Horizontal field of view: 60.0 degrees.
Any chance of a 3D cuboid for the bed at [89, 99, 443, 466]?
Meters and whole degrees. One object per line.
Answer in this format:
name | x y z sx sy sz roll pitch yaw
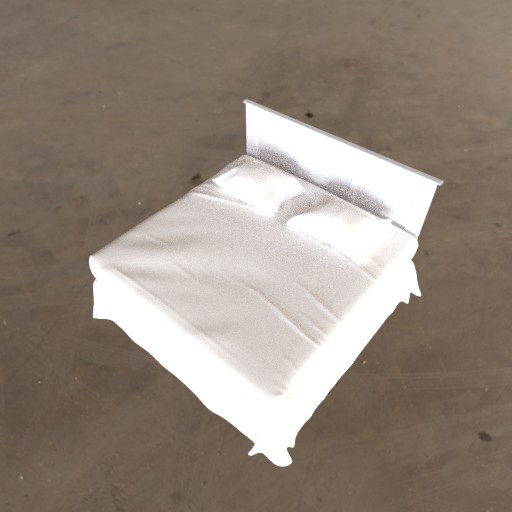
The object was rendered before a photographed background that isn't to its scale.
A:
bed | 0.000 0.000 3.720 2.317 1.273 2.215 32 54 26
